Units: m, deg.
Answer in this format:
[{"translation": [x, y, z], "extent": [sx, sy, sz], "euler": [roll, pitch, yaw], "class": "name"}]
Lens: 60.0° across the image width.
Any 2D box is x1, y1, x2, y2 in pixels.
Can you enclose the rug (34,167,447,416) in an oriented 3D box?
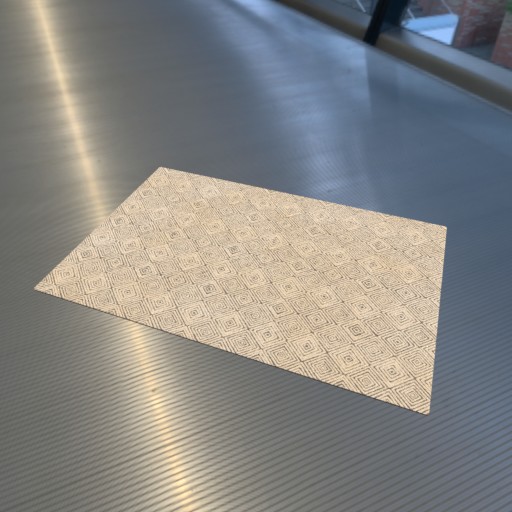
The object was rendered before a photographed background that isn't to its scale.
[{"translation": [0.000, 0.000, 2.248], "extent": [1.783, 0.008, 1.175], "euler": [14, 44, 15], "class": "rug"}]
